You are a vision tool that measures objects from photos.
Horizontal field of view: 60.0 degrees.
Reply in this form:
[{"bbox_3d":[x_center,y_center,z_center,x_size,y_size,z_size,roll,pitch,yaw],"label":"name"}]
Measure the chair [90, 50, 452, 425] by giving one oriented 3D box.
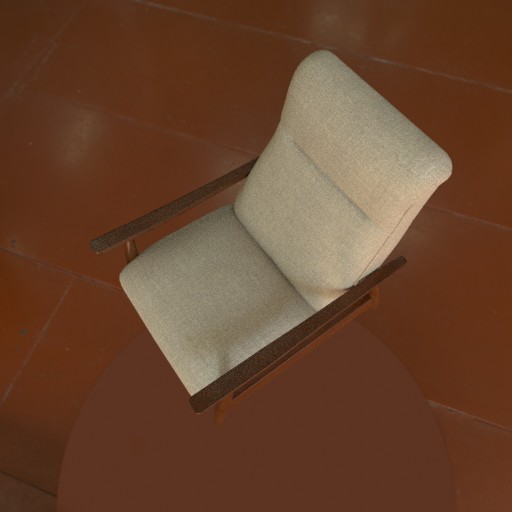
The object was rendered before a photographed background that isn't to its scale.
[{"bbox_3d":[0.000,0.000,1.737,1.014,1.082,0.762,-33,68,-15],"label":"chair"}]
